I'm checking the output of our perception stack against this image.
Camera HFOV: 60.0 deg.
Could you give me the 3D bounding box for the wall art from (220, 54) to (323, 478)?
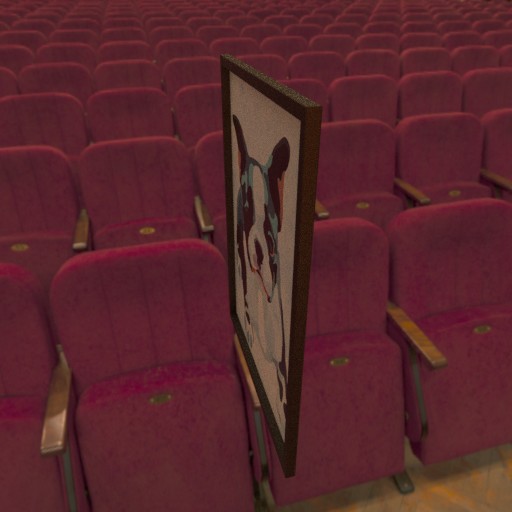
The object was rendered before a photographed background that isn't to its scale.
[{"bbox_3d":[0.000,0.000,1.328,0.030,1.027,0.774,-8,31,-13],"label":"wall art"}]
